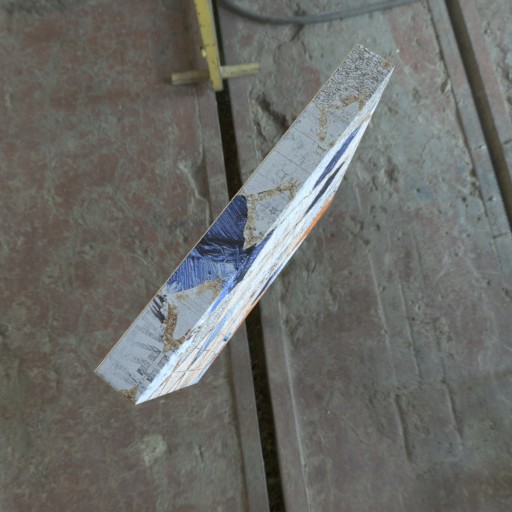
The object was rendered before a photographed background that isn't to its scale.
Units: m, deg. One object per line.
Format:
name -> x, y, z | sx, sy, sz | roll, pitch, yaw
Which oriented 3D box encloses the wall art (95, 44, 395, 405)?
wall art -> 0.000, 0.000, 0.454 | 0.036, 0.304, 0.303 | 36, 79, 8
